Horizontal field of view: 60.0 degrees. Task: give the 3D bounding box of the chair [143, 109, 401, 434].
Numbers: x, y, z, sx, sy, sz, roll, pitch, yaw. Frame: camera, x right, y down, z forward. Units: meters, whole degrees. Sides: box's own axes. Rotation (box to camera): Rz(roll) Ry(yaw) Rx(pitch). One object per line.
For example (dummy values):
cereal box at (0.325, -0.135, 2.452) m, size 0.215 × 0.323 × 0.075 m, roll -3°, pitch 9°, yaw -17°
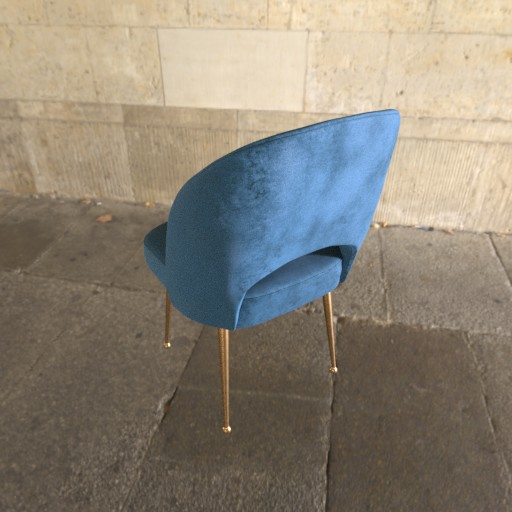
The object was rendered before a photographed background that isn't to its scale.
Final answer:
chair at (0.000, 0.000, 1.180) m, size 0.527 × 0.860 × 0.577 m, roll -20°, pitch 37°, yaw -28°
